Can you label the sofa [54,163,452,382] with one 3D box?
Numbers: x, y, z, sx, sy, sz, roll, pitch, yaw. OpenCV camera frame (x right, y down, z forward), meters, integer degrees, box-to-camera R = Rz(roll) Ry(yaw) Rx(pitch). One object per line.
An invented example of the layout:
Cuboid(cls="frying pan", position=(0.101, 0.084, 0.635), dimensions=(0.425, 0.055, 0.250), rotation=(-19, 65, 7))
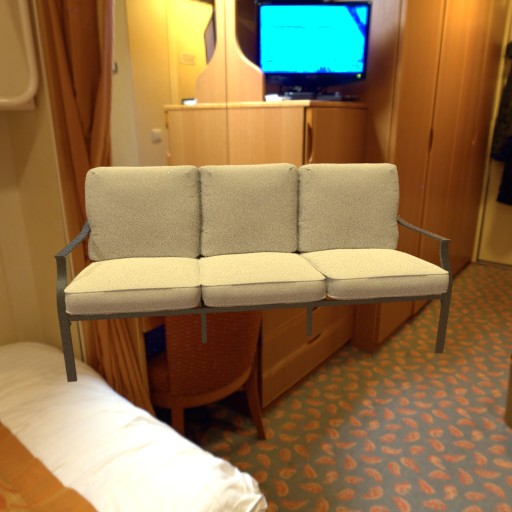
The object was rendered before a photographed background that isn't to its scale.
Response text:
Cuboid(cls="sofa", position=(0.000, 0.000, 2.219), dimensions=(1.740, 0.860, 0.787), rotation=(-2, 17, -8))
